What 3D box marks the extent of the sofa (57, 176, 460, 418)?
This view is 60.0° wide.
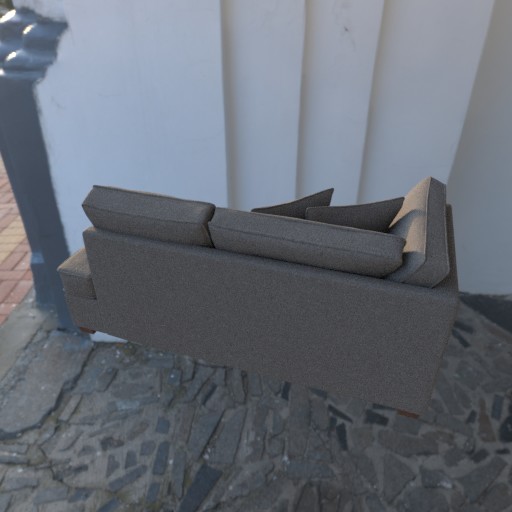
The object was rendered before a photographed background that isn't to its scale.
[{"bbox_3d":[0.000,0.000,2.812,2.237,1.033,1.110,10,34,16],"label":"sofa"}]
